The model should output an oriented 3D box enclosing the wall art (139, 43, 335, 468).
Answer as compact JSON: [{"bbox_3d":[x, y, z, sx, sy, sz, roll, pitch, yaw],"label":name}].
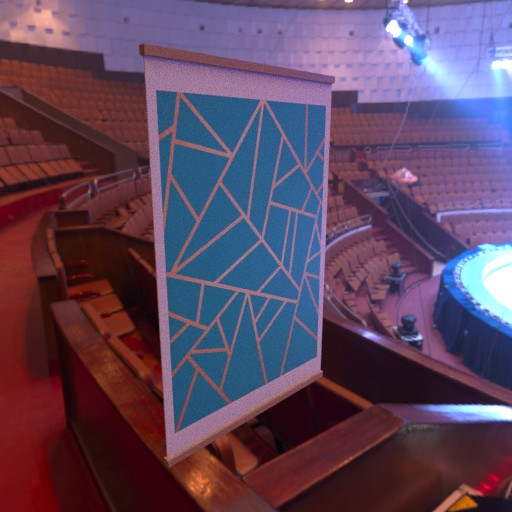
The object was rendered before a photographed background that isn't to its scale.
[{"bbox_3d":[0.000,0.000,1.886,0.990,1.519,0.030,-14,20,-43],"label":"wall art"}]
